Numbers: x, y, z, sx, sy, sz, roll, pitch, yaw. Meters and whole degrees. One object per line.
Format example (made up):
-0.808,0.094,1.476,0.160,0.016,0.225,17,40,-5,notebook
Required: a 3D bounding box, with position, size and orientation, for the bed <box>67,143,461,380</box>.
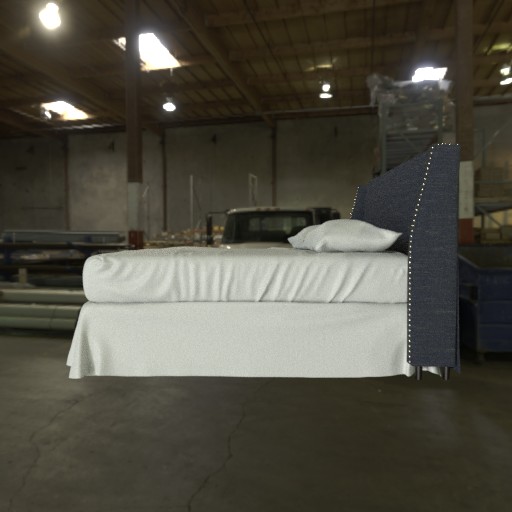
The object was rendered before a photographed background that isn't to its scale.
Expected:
0.000,0.000,3.381,2.276,1.332,1.925,0,2,0,bed
